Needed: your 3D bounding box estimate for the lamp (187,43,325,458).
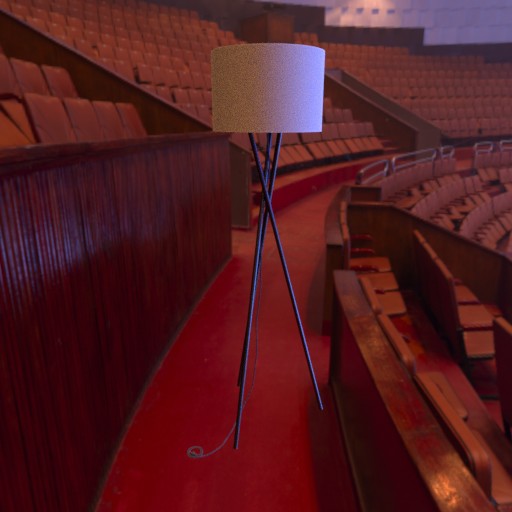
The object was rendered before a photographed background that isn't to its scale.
[{"bbox_3d":[0.000,0.000,1.937,0.667,1.624,0.522,-2,17,-8],"label":"lamp"}]
